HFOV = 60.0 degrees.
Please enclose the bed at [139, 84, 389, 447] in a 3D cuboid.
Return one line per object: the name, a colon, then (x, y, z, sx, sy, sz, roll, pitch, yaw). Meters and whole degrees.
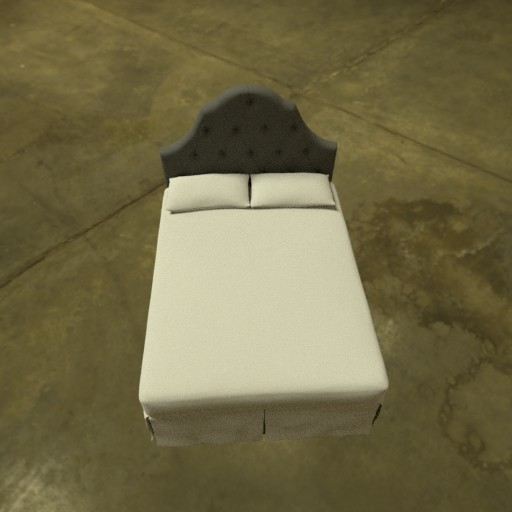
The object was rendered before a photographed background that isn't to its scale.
bed: (0.000, 0.000, 3.282, 1.636, 1.575, 2.155, -2, 48, -2)
